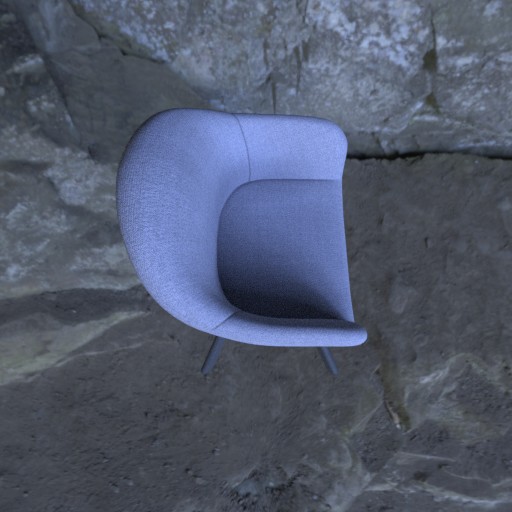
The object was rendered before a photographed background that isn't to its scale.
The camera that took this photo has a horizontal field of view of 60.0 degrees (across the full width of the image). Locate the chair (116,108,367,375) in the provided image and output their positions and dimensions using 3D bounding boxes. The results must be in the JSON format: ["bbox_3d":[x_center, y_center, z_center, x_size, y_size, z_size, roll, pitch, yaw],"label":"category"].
[{"bbox_3d":[0.000,0.000,1.211,0.550,0.795,0.590,0,65,0],"label":"chair"}]
